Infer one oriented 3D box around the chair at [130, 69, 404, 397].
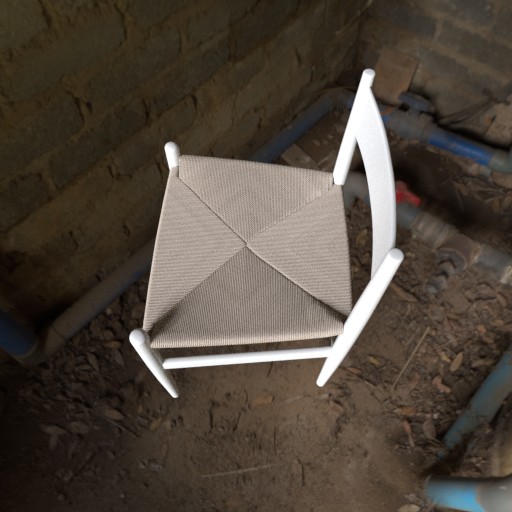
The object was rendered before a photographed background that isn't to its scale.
[{"bbox_3d":[0.000,0.000,1.113,0.495,0.762,0.556,2,60,1],"label":"chair"}]
